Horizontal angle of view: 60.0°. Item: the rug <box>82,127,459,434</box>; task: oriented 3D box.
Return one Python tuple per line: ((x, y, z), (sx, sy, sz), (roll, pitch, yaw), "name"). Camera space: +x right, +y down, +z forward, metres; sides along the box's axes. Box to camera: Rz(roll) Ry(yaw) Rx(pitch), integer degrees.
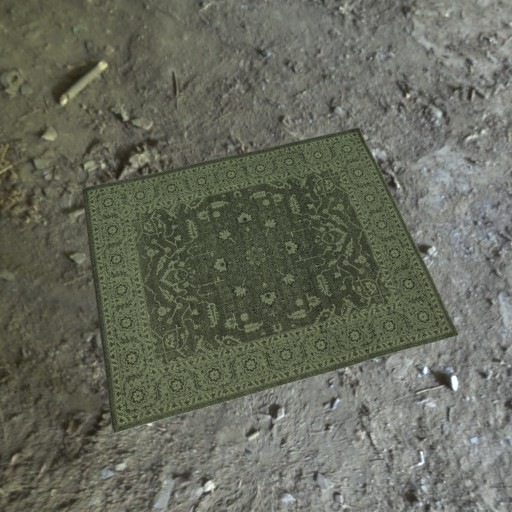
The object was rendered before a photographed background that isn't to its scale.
((0.000, 0.000, 4.249), (3.069, 0.026, 2.451), (-14, 65, -7), "rug")
